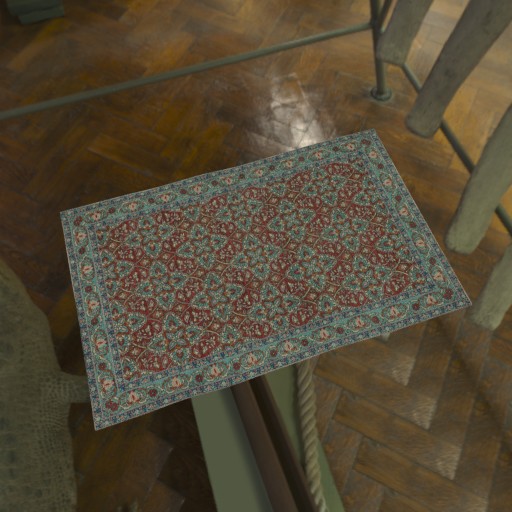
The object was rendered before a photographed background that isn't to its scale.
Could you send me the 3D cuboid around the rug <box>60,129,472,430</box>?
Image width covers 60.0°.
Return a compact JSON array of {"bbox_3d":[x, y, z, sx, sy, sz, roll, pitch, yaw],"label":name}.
[{"bbox_3d":[0.000,0.000,3.007,2.439,0.011,1.533,-17,66,-8],"label":"rug"}]
